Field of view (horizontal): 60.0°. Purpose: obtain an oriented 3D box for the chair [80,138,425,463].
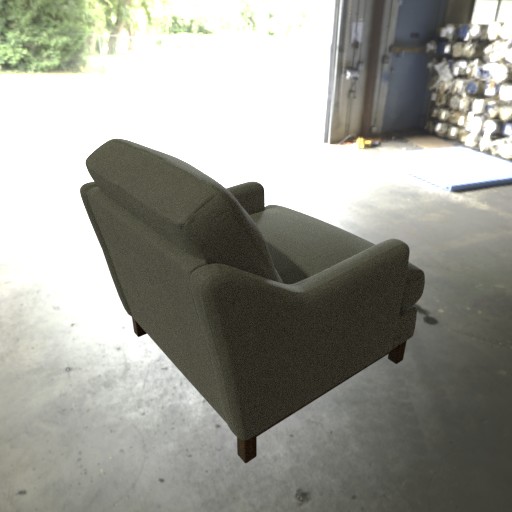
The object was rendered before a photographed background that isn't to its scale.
[{"bbox_3d":[0.000,0.000,1.543,0.892,0.821,0.826,-19,33,-33],"label":"chair"}]
